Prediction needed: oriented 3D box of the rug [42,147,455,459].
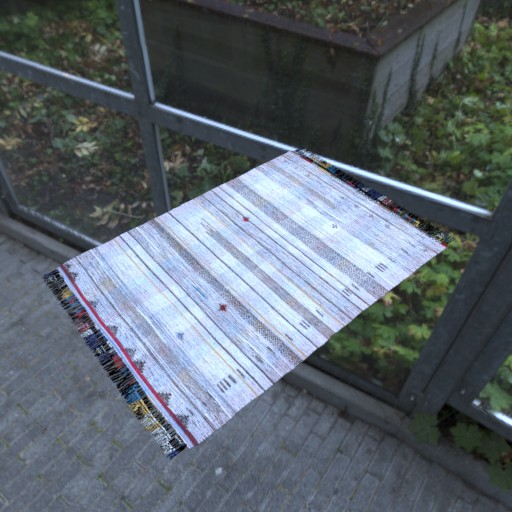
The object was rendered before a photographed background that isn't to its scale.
[{"bbox_3d":[0.000,0.000,2.319,1.848,0.012,1.217,-31,54,-27],"label":"rug"}]
